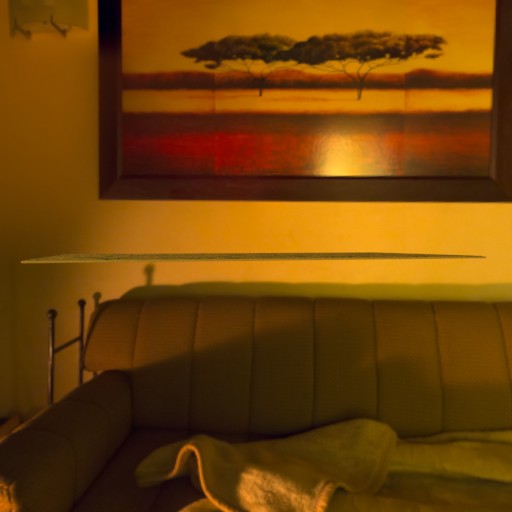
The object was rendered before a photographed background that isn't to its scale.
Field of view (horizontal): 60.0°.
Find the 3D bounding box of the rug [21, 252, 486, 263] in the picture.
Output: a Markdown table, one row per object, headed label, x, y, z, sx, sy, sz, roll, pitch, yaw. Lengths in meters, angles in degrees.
| label | x | y | z | sx | sy | sz | roll | pitch | yaw |
| --- | --- | --- | --- | --- | --- | --- | --- | --- | --- |
| rug | 0.000 | 0.000 | 1.403 | 1.220 | 0.007 | 0.605 | 0 | 2 | -16 |
